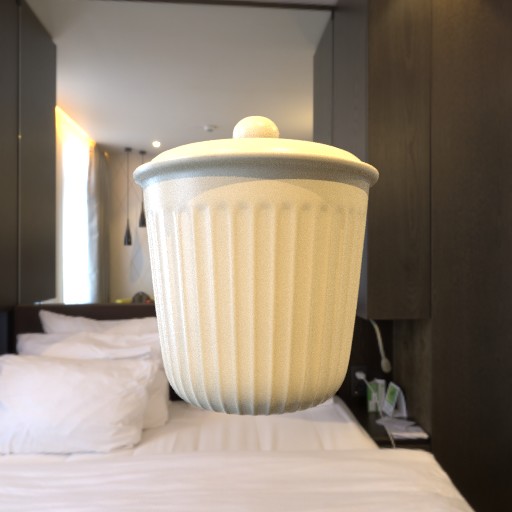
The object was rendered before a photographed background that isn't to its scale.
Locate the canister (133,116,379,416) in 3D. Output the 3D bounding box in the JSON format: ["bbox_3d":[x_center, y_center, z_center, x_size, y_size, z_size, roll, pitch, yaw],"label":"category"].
[{"bbox_3d":[0.000,0.000,0.338,0.181,0.211,0.181,0,0,0],"label":"canister"}]
